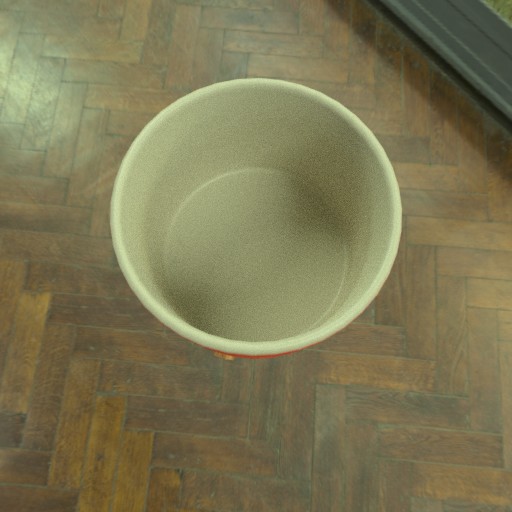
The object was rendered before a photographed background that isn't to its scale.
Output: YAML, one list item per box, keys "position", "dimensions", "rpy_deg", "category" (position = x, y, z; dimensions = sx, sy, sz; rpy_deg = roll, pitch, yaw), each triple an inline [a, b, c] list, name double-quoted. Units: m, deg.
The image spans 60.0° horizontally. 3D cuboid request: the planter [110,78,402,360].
- position: [0.000, 0.000, 0.570]
  dimensions: [0.269, 0.379, 0.269]
  rpy_deg: [0, 76, 0]
  category: "planter"
